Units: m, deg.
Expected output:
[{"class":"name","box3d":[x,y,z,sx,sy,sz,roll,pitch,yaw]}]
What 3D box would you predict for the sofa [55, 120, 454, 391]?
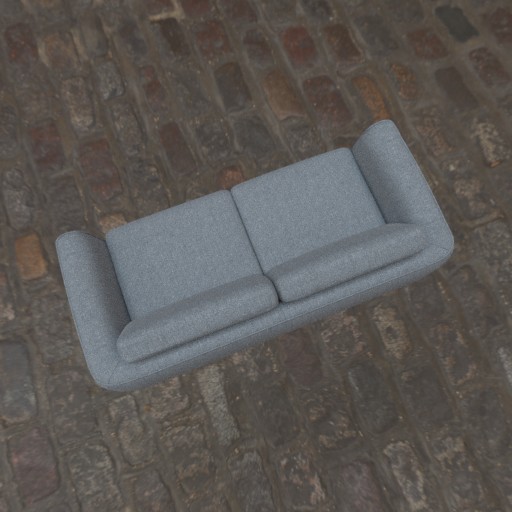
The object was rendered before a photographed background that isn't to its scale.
[{"class":"sofa","box3d":[0.000,0.000,2.505,2.000,0.870,0.920,-21,77,-5]}]
